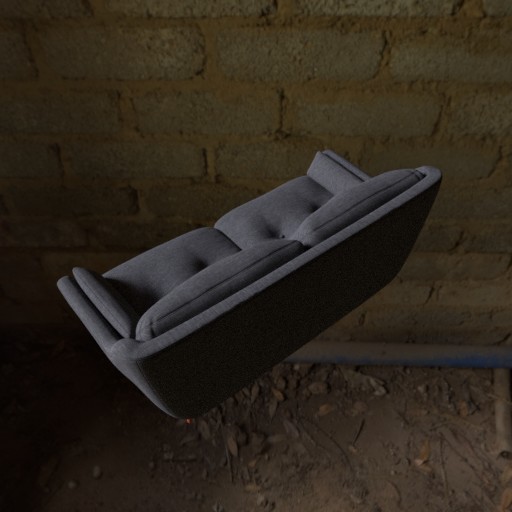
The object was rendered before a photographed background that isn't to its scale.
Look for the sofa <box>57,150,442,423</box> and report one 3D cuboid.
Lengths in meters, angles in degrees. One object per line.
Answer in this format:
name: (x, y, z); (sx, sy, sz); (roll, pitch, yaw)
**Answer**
sofa: (0.000, 0.000, 2.486); (1.929, 0.896, 0.975); (-30, 54, -25)
